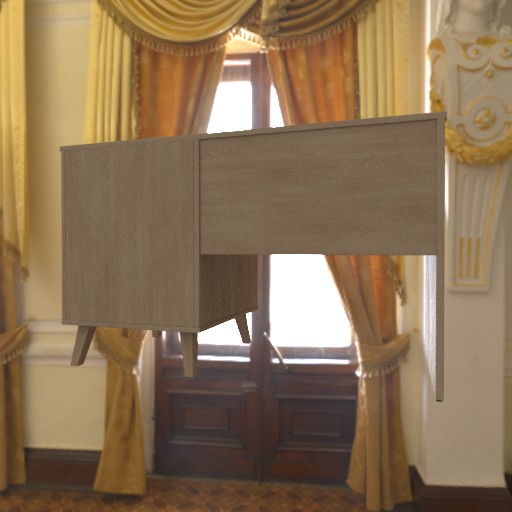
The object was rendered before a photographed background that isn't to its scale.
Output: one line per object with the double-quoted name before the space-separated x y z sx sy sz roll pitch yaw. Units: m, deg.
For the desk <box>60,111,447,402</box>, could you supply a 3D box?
"desk" 0.000 0.000 1.644 1.251 0.770 0.600 0 1 18
